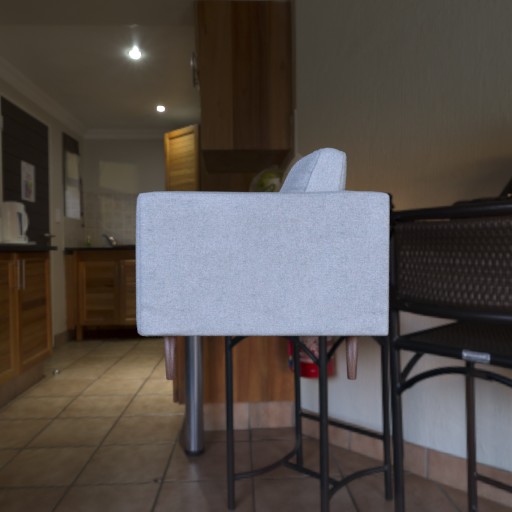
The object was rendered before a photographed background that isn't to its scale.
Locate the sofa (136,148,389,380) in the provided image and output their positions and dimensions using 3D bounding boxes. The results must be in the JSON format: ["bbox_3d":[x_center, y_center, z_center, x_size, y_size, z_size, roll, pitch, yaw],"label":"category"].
[{"bbox_3d":[0.000,0.000,2.560,0.944,0.918,1.983,0,2,0],"label":"sofa"}]
